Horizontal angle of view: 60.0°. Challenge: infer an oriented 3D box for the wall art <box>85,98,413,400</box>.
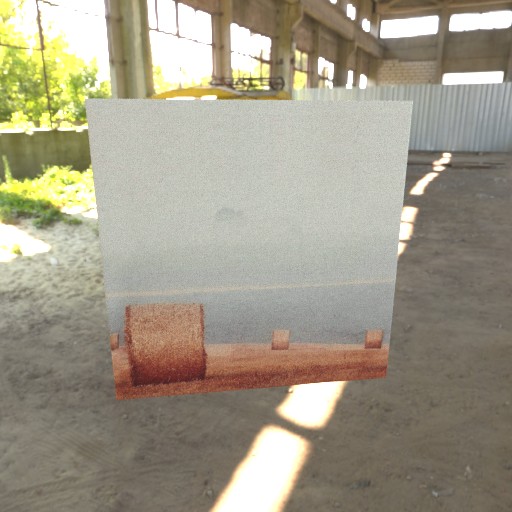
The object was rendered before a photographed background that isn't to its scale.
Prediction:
[{"bbox_3d":[0.000,0.000,0.610,0.405,0.405,0.023,-2,17,-8],"label":"wall art"}]
